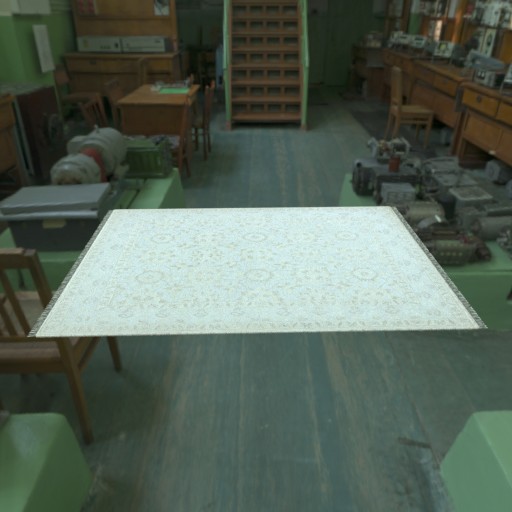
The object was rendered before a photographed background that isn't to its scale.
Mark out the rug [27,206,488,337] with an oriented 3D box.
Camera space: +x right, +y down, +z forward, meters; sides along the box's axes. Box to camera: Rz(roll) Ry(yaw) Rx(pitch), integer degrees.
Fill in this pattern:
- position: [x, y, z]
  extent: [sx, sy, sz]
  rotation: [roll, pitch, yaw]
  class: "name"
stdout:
- position: [0.000, 0.000, 2.804]
  extent: [2.233, 0.011, 1.514]
  rotation: [-1, 29, -1]
  class: "rug"
